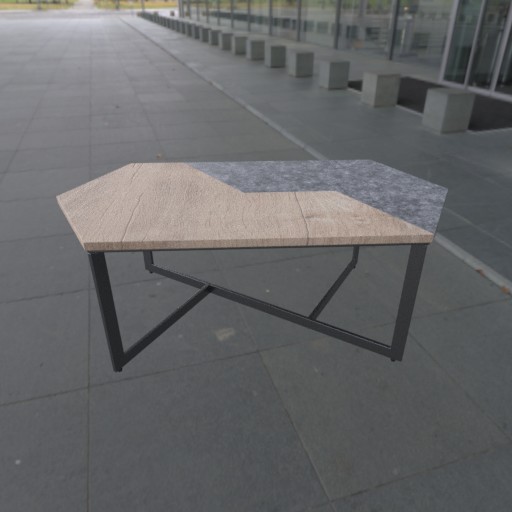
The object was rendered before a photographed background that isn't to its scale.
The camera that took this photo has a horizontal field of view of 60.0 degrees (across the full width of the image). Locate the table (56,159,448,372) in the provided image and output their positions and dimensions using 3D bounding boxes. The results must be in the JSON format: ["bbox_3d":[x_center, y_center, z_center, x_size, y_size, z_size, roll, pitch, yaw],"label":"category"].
[{"bbox_3d":[0.000,0.000,1.492,1.219,0.457,0.609,-1,30,-2],"label":"table"}]
